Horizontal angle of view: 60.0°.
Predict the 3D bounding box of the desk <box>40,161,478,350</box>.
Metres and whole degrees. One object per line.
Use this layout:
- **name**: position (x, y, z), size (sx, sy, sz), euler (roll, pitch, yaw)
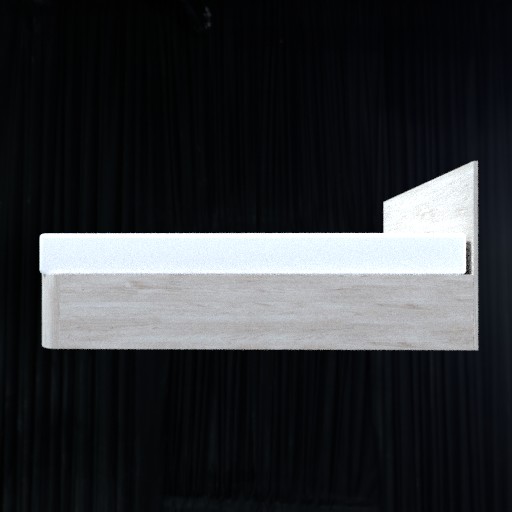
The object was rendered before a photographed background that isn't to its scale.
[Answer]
- **desk**: position (0.000, 0.000, 2.589), size (1.900, 0.800, 1.400), euler (0, 0, 1)
